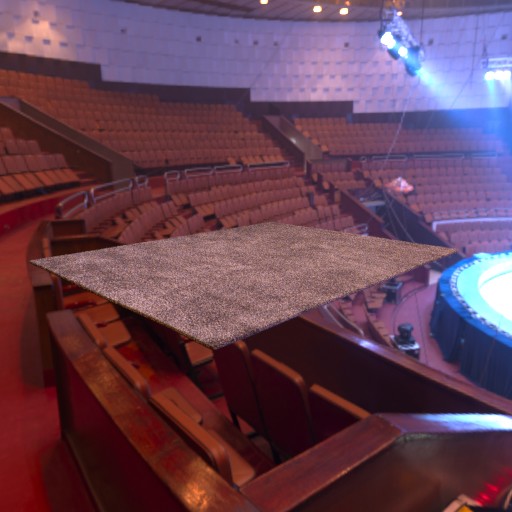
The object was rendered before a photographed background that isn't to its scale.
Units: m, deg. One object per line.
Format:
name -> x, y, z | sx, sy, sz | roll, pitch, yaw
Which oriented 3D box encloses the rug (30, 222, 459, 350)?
rug -> 0.000, 0.000, 3.938 | 2.401, 0.025, 3.000 | 13, 18, 43
